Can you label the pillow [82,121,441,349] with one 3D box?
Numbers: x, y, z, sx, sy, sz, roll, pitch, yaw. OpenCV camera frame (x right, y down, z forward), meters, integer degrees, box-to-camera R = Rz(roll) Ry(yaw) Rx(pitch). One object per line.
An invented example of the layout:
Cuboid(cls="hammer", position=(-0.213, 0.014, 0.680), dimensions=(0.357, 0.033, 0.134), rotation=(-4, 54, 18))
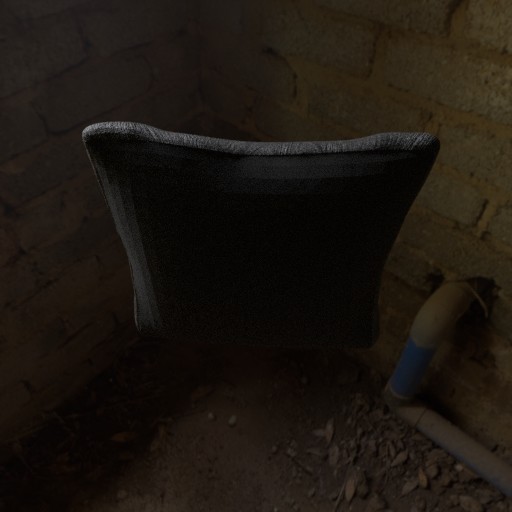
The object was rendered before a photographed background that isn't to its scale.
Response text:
Cuboid(cls="pillow", position=(0.000, 0.000, 0.815), dimensions=(0.533, 0.523, 0.210), rotation=(2, 45, 2))
